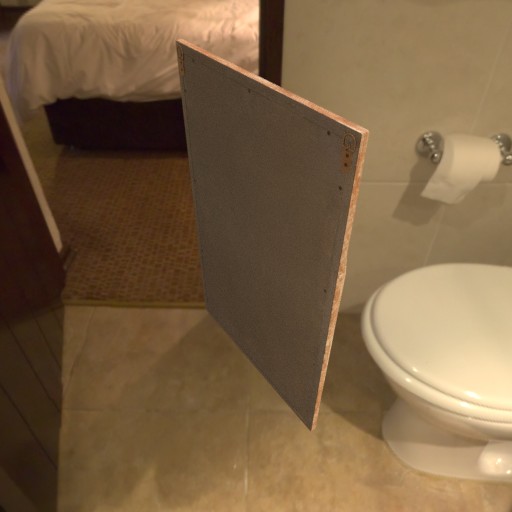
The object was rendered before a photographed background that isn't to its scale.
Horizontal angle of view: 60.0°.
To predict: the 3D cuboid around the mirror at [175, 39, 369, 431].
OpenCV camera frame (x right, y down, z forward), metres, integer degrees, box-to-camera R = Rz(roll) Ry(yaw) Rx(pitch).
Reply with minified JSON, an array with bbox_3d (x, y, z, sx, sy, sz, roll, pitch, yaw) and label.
[{"bbox_3d":[0.000,0.000,0.983,0.058,0.787,0.495,-26,48,-26],"label":"mirror"}]
